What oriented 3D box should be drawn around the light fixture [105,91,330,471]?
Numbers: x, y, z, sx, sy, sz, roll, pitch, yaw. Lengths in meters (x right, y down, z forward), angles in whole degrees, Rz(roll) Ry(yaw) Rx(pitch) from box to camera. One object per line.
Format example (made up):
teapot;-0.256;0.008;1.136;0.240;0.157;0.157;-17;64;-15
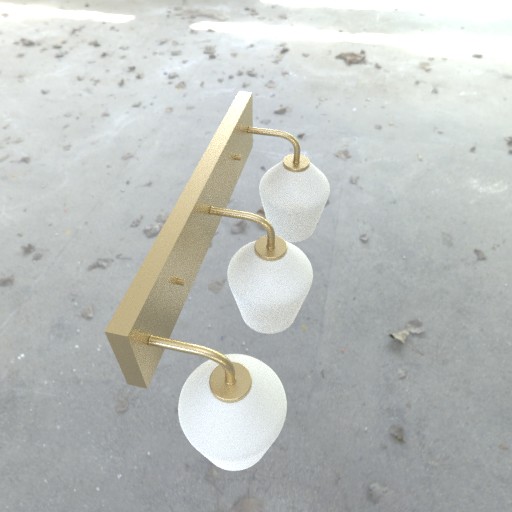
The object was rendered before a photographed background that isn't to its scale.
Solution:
light fixture;0.000;0.000;0.715;0.190;0.280;0.609;10;47;9
